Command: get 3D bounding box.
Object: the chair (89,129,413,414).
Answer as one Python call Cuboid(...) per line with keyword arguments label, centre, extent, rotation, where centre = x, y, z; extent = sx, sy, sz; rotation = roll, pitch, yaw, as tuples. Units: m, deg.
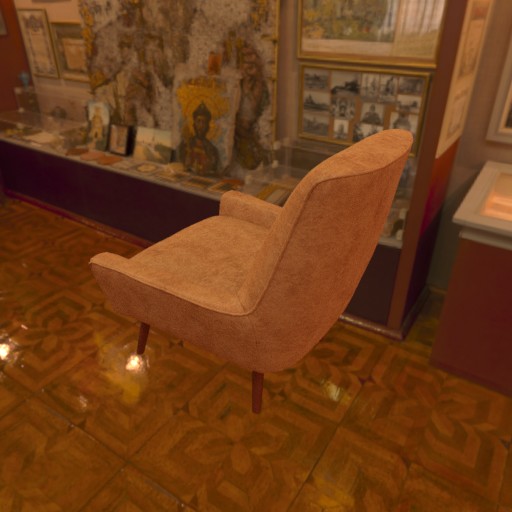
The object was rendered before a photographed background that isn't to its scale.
Cuboid(label="chair", centre=(0.000, 0.000, 1.507), extent=(0.851, 0.883, 0.753), rotation=(20, 36, 30))
